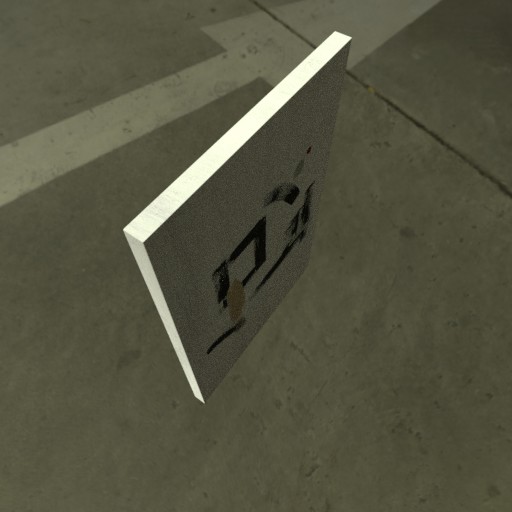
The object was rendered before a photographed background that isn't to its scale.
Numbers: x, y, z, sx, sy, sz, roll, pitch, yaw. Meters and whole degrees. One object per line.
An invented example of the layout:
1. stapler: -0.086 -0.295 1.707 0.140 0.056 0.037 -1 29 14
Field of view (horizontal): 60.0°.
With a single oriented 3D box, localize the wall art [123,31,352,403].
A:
1. wall art: 0.000 0.000 1.167 0.043 0.914 0.624 31 63 18
